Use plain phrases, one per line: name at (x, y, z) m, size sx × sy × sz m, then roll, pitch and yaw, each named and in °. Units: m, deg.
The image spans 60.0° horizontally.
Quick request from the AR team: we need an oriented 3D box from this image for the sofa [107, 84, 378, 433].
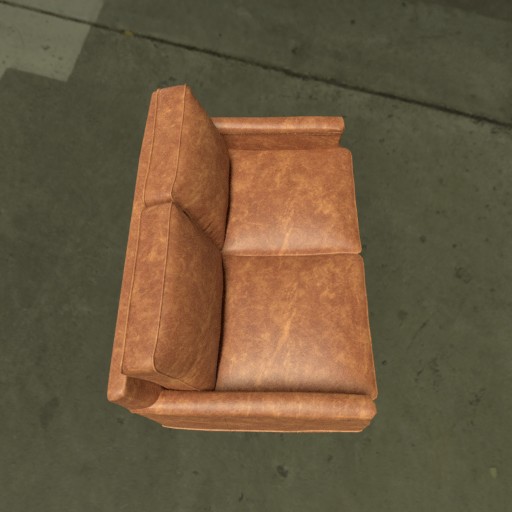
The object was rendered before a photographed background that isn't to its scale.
sofa at (0.000, 0.000, 2.223) m, size 1.084 × 1.003 × 1.597 m, roll 0°, pitch 64°, yaw 0°
